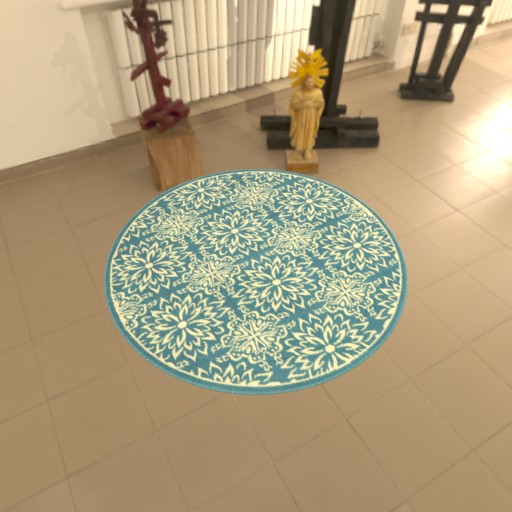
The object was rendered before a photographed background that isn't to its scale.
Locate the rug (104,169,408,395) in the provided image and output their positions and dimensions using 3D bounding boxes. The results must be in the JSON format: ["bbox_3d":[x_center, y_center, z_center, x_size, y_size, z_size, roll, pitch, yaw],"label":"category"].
[{"bbox_3d":[0.000,0.000,2.388,1.593,0.012,1.593,0,46,0],"label":"rug"}]
